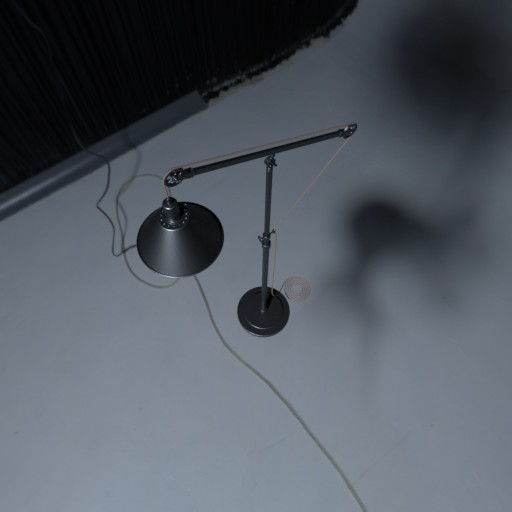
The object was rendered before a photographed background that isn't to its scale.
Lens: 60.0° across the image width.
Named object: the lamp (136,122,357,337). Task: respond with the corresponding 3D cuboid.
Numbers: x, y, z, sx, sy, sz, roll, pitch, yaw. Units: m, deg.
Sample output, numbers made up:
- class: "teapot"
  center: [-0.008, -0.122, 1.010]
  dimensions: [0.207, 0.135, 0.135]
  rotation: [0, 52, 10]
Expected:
- class: "lamp"
  center: [0.000, 0.000, 1.974]
  dimensions: [0.904, 1.626, 0.319]
  rotation: [-32, 67, -15]
